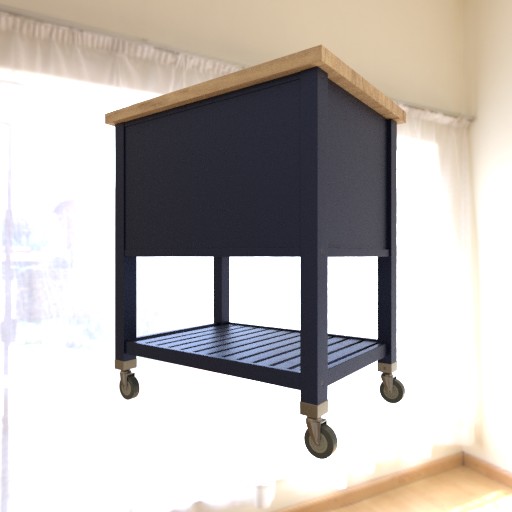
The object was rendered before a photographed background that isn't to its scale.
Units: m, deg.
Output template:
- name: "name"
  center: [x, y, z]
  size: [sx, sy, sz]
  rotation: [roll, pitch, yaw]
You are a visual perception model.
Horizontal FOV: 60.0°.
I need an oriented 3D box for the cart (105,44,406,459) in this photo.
- name: "cart"
  center: [0.000, 0.000, 1.421]
  size: [0.797, 0.920, 0.567]
  rotation: [0, 0, 37]
